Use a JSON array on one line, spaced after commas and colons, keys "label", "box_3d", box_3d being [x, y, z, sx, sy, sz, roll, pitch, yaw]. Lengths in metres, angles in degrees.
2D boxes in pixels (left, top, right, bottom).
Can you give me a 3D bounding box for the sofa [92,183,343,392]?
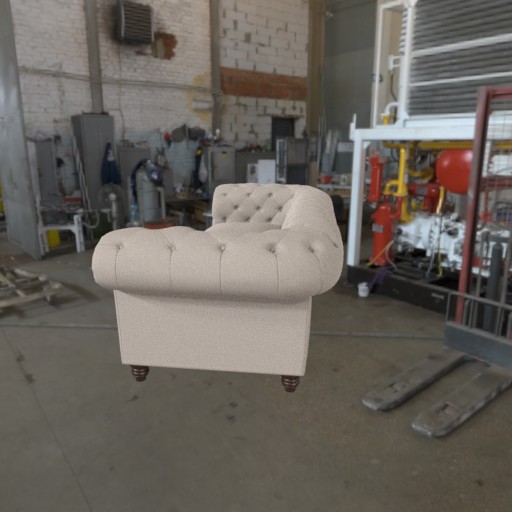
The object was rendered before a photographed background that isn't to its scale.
[{"label": "sofa", "box_3d": [0.000, 0.000, 2.835, 0.991, 0.749, 2.411, 2, 14, 7]}]
